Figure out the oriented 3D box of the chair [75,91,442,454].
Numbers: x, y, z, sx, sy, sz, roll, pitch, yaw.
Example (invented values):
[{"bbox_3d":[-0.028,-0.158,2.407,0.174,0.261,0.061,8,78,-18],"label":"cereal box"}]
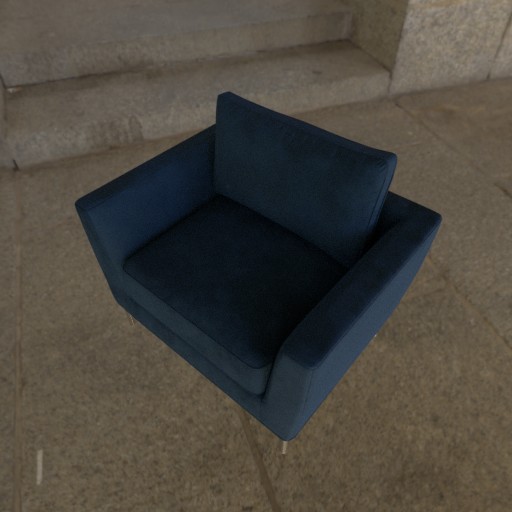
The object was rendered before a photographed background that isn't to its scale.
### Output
[{"bbox_3d":[0.000,0.000,1.600,0.977,0.893,0.746,31,53,27],"label":"chair"}]
